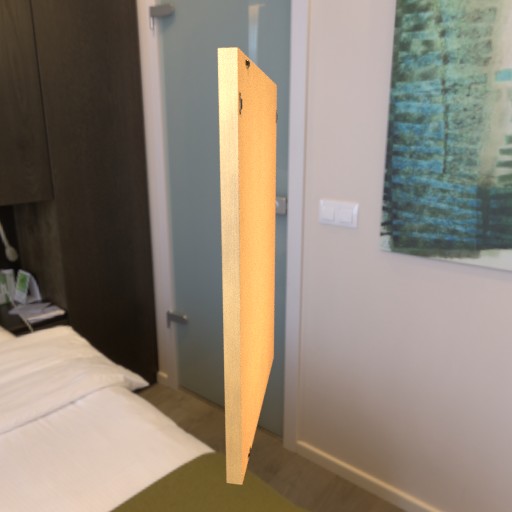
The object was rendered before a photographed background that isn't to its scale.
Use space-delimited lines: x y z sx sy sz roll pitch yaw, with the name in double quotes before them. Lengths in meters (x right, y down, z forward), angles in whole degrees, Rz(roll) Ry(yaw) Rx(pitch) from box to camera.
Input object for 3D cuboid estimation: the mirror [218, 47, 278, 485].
"mirror" 0.000 0.000 1.181 0.041 0.915 0.609 2 15 9
